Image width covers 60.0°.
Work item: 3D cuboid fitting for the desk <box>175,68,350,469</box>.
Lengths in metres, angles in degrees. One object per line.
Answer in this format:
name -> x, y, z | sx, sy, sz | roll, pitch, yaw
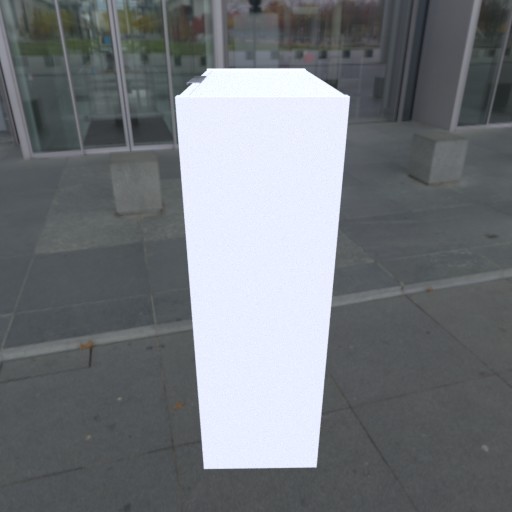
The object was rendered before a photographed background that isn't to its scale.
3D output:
desk -> 0.000, 0.000, 1.596 | 0.390, 1.190, 0.850 | 0, 27, -1
